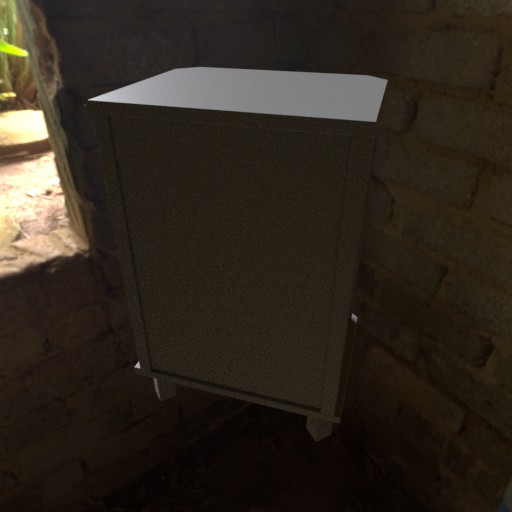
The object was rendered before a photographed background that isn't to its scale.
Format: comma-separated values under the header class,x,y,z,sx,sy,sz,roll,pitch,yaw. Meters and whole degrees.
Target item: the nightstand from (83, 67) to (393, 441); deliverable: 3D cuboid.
class,x,y,z,sx,sy,sz,roll,pitch,yaw
nightstand,0.000,0.000,0.936,0.450,0.680,0.350,9,33,14
